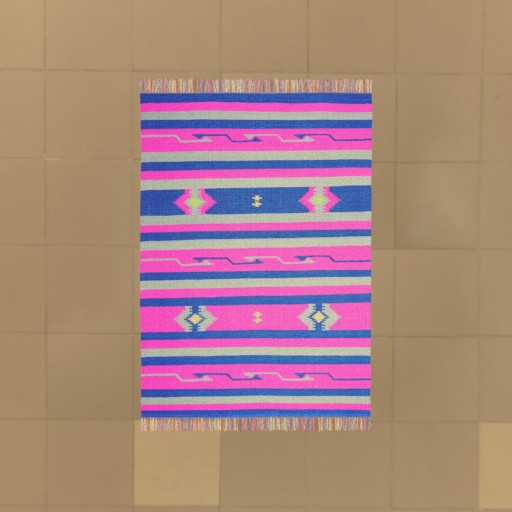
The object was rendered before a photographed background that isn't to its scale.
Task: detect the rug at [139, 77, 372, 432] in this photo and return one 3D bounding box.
[{"bbox_3d":[0.000,0.000,2.923,1.539,0.013,2.350,0,91,0],"label":"rug"}]
